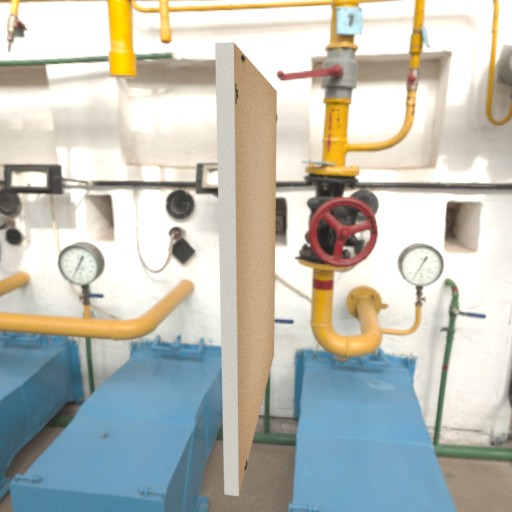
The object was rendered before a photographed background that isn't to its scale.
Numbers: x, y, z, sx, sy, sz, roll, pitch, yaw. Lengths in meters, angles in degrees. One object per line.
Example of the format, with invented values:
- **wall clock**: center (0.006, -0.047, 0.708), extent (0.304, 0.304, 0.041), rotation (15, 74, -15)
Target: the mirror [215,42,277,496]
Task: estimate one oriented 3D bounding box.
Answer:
- **mirror**: center (0.000, 0.000, 1.323), extent (0.041, 1.016, 0.762), rotation (2, 14, 8)
